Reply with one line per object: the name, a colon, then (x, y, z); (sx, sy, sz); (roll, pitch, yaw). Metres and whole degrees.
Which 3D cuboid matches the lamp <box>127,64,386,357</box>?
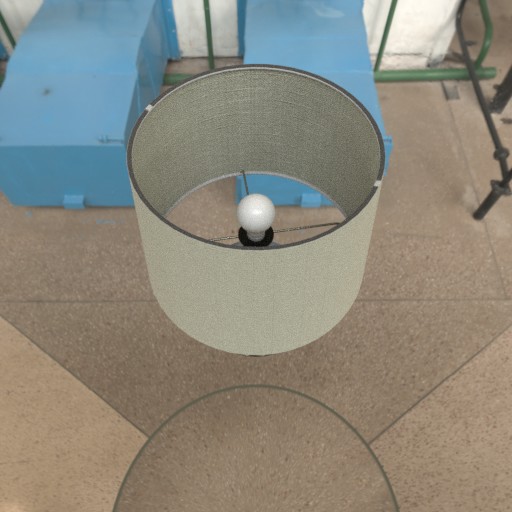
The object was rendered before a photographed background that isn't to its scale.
lamp: (0.000, 0.000, 0.789); (0.376, 0.540, 0.376); (0, 58, 0)
